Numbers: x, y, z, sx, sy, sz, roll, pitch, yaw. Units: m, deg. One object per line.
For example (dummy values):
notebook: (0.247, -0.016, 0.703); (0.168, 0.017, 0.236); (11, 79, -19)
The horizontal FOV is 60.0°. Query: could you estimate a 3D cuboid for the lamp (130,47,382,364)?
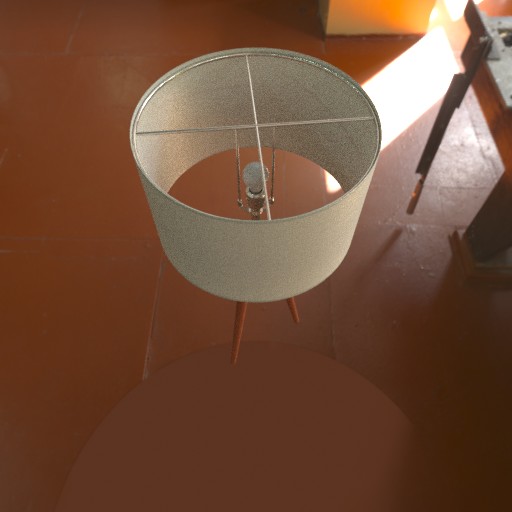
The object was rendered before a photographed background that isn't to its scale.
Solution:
lamp: (0.000, 0.000, 0.926); (0.355, 0.709, 0.354); (31, 62, 18)
